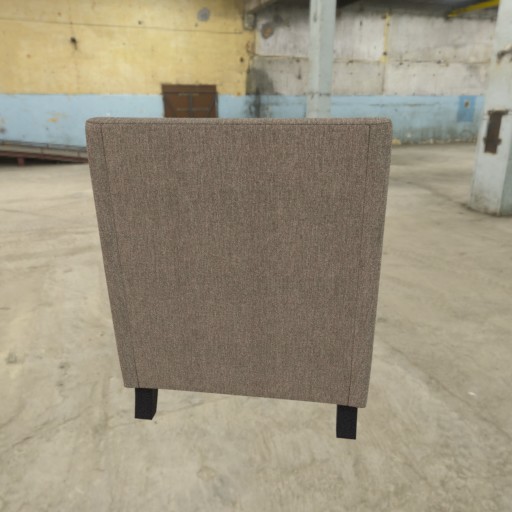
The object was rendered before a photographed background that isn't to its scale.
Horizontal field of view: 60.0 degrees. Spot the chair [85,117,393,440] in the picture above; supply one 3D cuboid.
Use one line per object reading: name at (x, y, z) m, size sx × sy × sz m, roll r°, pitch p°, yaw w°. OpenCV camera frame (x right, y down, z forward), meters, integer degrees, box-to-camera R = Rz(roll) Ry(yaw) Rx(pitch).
chair at (0.000, 0.000, 1.606) m, size 0.776 × 0.967 × 0.884 m, roll 2°, pitch 18°, yaw 8°
